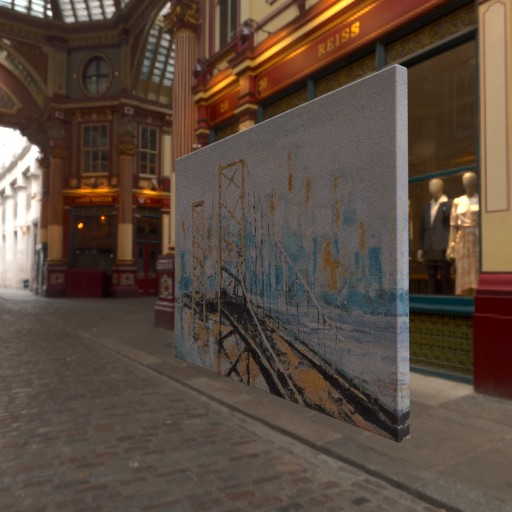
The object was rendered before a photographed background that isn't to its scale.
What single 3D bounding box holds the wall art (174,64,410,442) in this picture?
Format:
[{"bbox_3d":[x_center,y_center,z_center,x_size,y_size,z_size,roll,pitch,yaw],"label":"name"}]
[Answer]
[{"bbox_3d":[0.000,0.000,1.308,0.038,0.762,1.016,1,-1,-36],"label":"wall art"}]
